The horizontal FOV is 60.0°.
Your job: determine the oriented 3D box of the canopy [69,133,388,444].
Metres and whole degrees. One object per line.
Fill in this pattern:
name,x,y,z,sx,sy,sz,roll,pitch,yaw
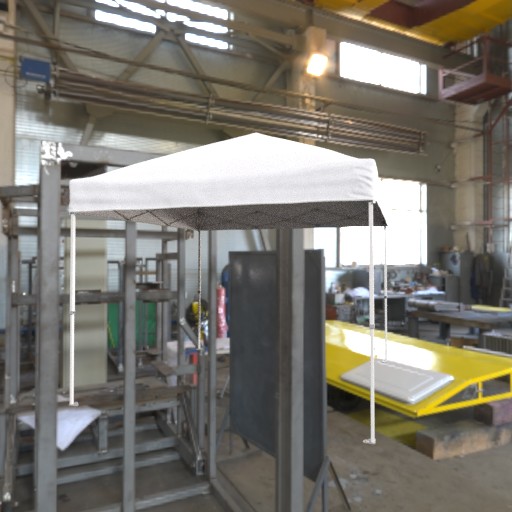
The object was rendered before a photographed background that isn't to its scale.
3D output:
canopy,0.000,0.000,5.377,2.996,2.997,2.998,0,0,18
